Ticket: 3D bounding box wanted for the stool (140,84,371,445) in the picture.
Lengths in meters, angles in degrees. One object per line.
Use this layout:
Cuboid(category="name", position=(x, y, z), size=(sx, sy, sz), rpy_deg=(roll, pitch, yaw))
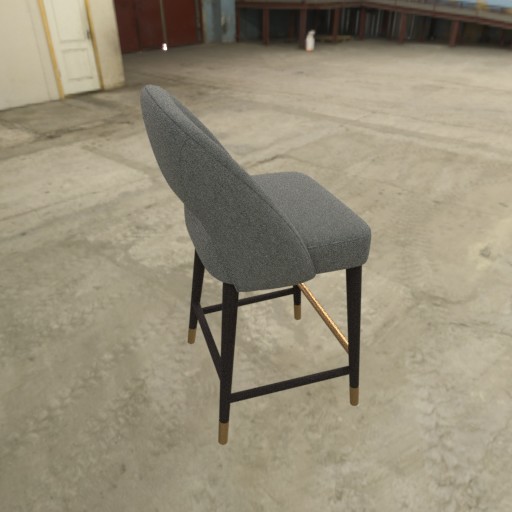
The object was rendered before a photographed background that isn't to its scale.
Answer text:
Cuboid(category="stool", position=(0.000, 0.000, 1.258), size=(0.524, 0.925, 0.536), rpy_deg=(-10, 32, -16))
